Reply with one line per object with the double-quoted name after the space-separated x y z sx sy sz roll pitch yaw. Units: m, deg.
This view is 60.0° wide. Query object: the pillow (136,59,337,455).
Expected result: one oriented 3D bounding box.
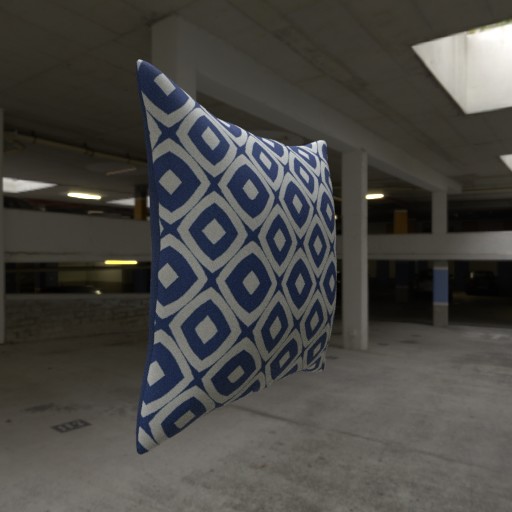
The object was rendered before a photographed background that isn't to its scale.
0.000 0.000 0.754 0.188 0.494 0.504 0 0 36 "pillow"
